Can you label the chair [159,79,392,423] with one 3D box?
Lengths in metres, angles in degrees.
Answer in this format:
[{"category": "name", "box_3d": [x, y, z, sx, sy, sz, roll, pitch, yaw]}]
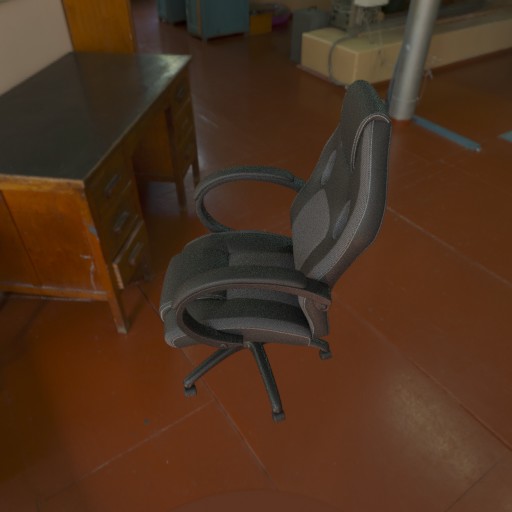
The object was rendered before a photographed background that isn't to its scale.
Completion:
[{"category": "chair", "box_3d": [0.000, 0.000, 1.618, 0.724, 1.187, 0.673, 0, 41, 0]}]
